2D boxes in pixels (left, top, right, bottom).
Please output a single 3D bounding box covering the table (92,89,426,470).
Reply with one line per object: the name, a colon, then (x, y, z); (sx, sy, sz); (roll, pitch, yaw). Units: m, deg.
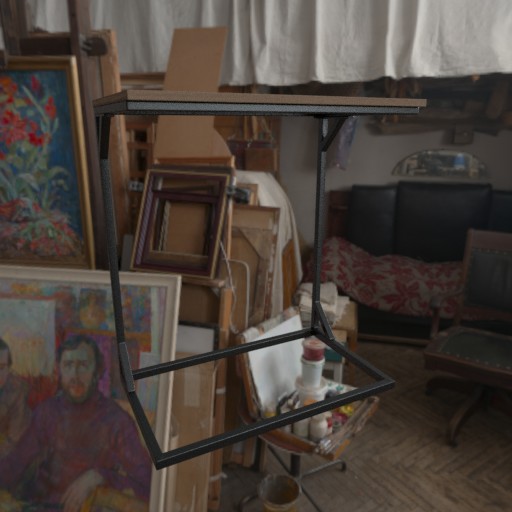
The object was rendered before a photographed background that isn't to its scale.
table: (0.000, 0.000, 1.012); (0.597, 0.673, 0.351); (-8, 19, -26)
